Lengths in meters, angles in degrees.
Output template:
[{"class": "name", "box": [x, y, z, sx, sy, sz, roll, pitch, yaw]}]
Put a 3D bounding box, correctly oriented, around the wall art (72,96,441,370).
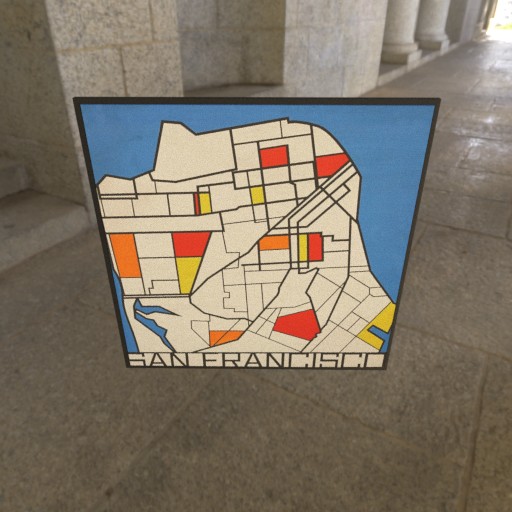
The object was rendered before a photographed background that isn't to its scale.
[{"class": "wall art", "box": [0.000, 0.000, 0.969, 0.664, 0.663, 0.015, 0, 30, 1]}]
